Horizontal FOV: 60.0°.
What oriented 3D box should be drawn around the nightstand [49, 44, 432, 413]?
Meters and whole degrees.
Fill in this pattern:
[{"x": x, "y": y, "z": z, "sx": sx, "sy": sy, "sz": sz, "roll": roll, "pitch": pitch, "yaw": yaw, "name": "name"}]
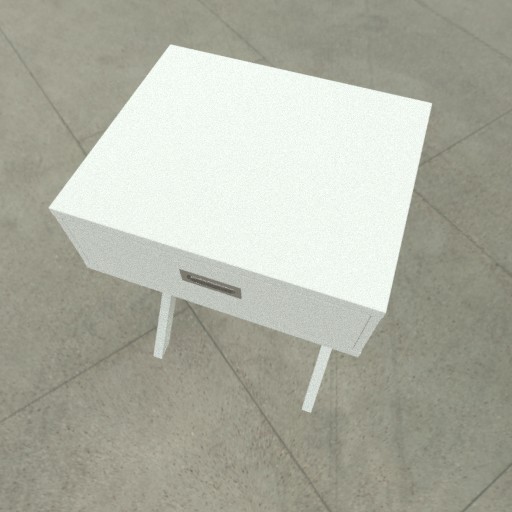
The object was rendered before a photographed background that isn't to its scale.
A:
[{"x": 0.000, "y": 0.000, "z": 0.946, "sx": 0.479, "sy": 0.623, "sz": 0.402, "roll": 17, "pitch": 60, "yaw": 10, "name": "nightstand"}]
